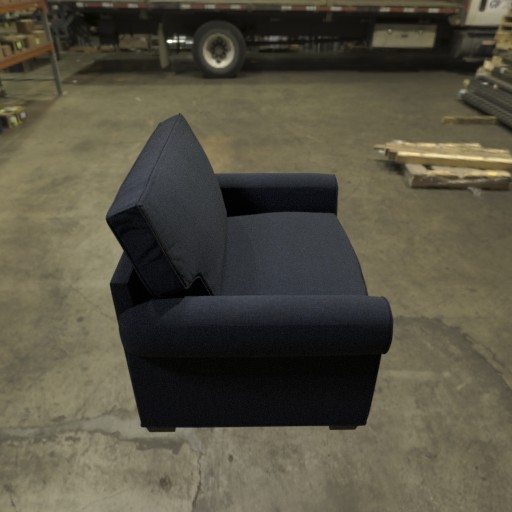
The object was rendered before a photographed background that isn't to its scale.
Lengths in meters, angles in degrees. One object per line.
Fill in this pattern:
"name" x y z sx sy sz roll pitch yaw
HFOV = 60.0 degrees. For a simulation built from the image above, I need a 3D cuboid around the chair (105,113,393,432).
"chair" 0.000 0.000 2.022 0.963 1.044 1.285 0 33 -1
